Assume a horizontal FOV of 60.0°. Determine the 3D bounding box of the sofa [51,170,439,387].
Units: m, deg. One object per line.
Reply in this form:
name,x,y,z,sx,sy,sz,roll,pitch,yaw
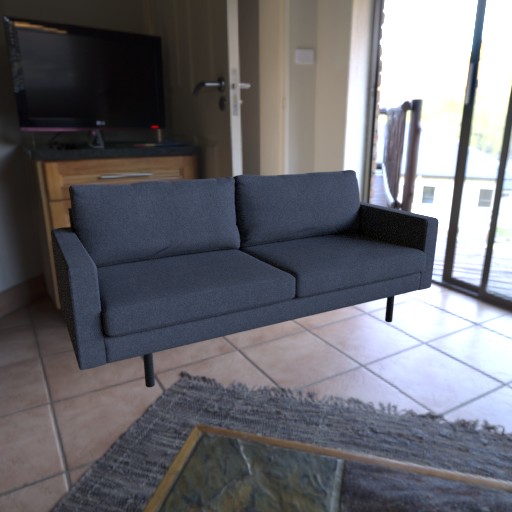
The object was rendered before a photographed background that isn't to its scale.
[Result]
sofa,0.000,0.000,2.592,2.100,0.880,0.880,-9,18,-27
